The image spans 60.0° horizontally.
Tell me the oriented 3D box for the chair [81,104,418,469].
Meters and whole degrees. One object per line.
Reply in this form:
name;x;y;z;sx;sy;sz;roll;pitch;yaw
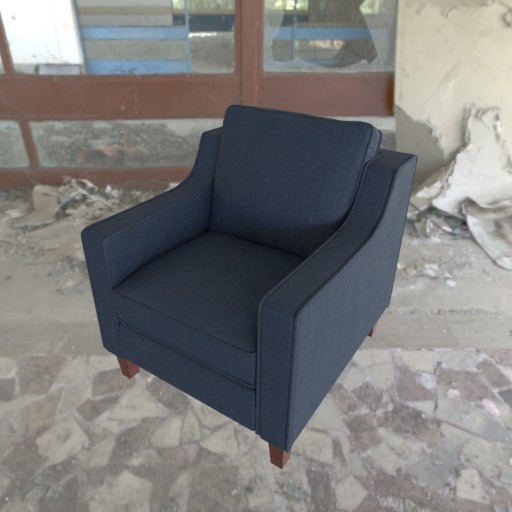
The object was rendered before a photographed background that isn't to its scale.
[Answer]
chair;0.000;0.000;1.663;0.831;0.960;0.909;19;35;29
